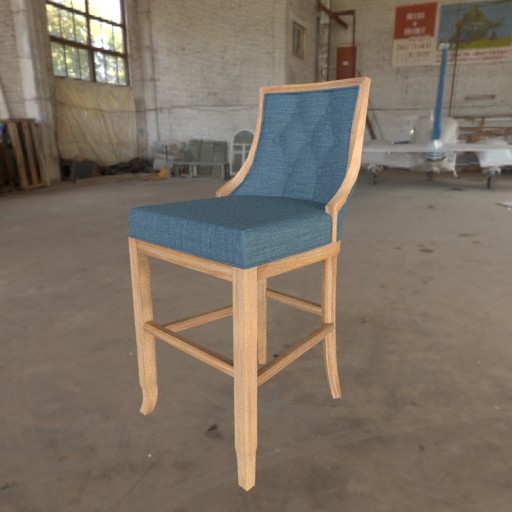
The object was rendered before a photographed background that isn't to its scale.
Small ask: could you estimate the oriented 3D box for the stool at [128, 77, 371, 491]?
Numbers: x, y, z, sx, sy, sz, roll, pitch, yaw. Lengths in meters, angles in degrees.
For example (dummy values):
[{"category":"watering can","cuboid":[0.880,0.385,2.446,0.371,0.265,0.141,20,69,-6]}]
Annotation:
[{"category":"stool","cuboid":[0.000,0.000,1.445,0.524,1.101,0.626,14,21,41]}]
